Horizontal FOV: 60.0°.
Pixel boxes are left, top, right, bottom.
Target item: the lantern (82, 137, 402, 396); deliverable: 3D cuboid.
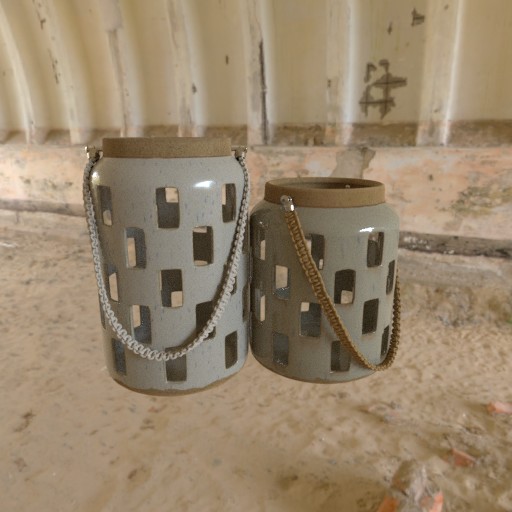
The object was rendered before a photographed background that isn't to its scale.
[{"bbox_3d":[0.000,0.000,0.494,0.347,0.255,0.184,-2,15,-8],"label":"lantern"}]
